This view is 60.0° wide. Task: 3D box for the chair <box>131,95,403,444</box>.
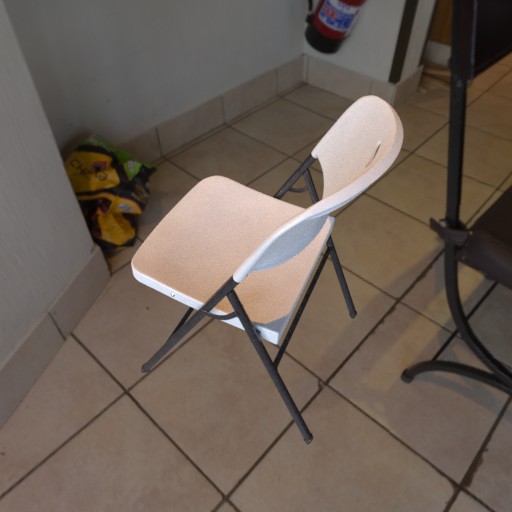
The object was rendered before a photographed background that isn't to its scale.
[{"bbox_3d":[0.000,0.000,1.158,0.566,0.810,0.494,18,49,16],"label":"chair"}]
